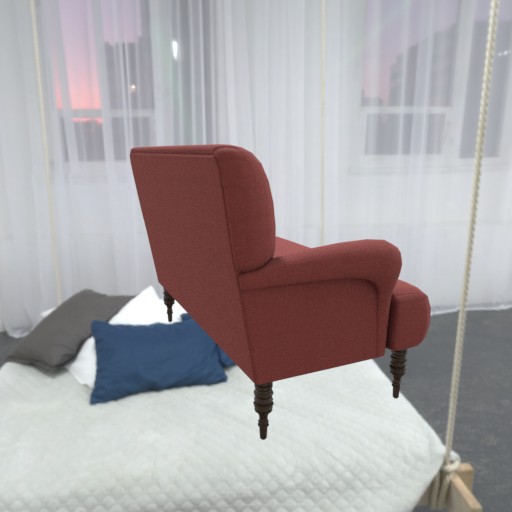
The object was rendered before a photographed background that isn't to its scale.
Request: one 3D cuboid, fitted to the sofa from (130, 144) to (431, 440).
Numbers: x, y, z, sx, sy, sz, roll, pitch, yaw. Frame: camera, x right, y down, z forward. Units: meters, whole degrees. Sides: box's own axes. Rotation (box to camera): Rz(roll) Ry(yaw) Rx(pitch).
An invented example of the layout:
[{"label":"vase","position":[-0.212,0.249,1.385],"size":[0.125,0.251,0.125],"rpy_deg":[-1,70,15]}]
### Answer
[{"label":"sofa","position":[0.000,0.000,1.851],"size":[0.779,0.889,1.297],"rpy_deg":[-6,15,-25]}]
